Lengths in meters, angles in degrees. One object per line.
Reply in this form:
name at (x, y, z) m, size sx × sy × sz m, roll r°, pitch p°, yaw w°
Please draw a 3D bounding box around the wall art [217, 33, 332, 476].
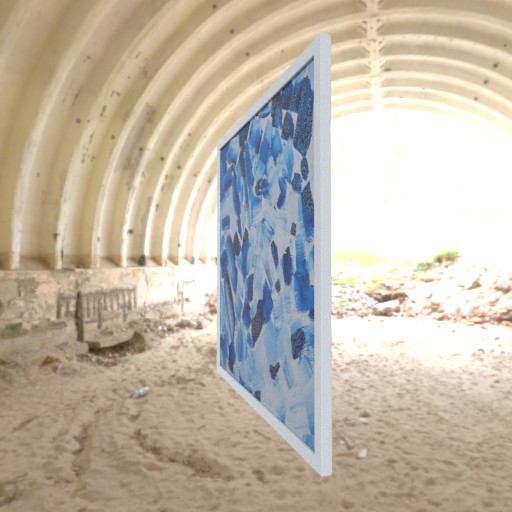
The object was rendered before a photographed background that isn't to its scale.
wall art at (0.000, 0.000, 0.675) m, size 0.012 × 0.457 × 0.457 m, roll 0°, pitch -1°, yaw -19°
